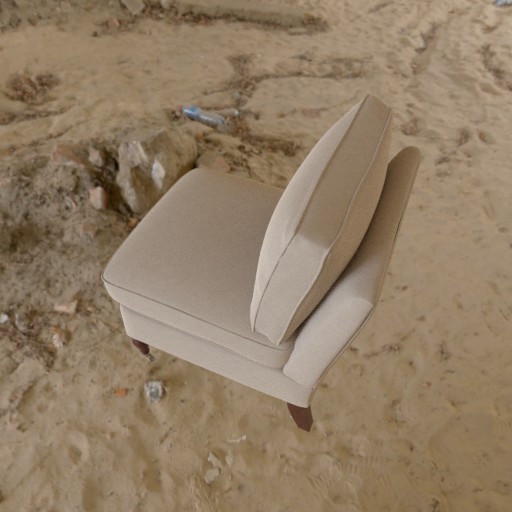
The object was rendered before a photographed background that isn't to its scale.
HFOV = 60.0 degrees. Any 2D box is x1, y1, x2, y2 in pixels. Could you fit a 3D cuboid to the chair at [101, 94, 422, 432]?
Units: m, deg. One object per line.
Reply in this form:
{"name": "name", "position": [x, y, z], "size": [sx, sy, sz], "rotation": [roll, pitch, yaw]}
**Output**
{"name": "chair", "position": [0.000, 0.000, 1.640], "size": [0.912, 1.052, 0.724], "rotation": [18, 50, 15]}
